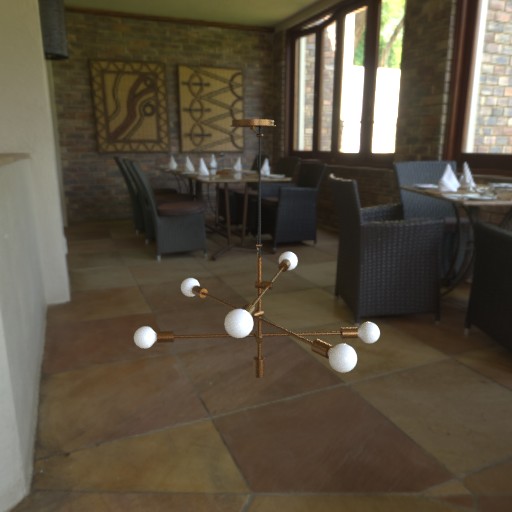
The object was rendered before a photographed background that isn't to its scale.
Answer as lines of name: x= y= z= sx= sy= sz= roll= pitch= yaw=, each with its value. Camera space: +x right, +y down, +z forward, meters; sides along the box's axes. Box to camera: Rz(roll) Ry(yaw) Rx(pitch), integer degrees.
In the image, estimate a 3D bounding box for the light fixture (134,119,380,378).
light fixture: x=0.000 y=0.000 z=1.271 sx=0.682 sy=0.744 sz=0.637 roll=7 pitch=15 yaw=25
